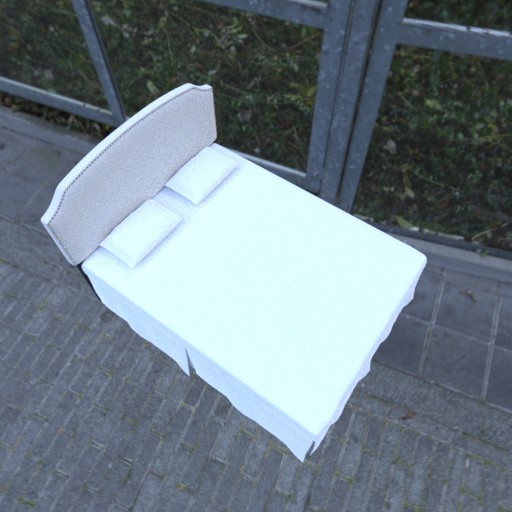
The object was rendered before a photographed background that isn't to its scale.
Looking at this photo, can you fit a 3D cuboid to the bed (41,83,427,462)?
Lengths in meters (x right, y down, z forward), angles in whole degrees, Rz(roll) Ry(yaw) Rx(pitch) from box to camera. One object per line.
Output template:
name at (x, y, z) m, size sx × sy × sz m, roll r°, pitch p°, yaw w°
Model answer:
bed at (0.000, 0.000, 2.956) m, size 1.999 × 1.270 × 1.558 m, roll 31°, pitch 63°, yaw 18°
